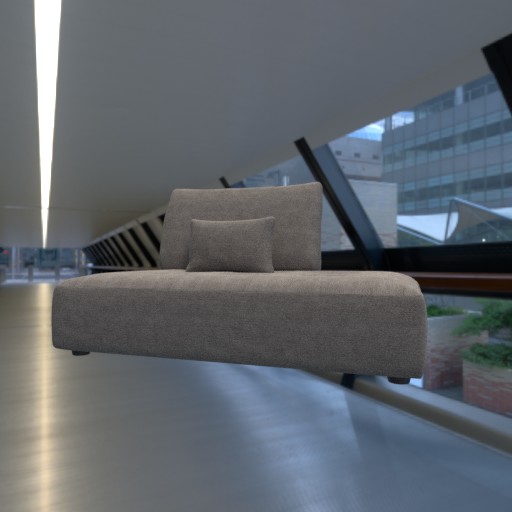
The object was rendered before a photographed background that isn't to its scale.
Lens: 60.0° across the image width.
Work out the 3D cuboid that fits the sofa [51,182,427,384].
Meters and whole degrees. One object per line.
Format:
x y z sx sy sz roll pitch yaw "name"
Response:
0.000 0.000 2.040 1.450 0.820 1.002 0 0 19 "sofa"
